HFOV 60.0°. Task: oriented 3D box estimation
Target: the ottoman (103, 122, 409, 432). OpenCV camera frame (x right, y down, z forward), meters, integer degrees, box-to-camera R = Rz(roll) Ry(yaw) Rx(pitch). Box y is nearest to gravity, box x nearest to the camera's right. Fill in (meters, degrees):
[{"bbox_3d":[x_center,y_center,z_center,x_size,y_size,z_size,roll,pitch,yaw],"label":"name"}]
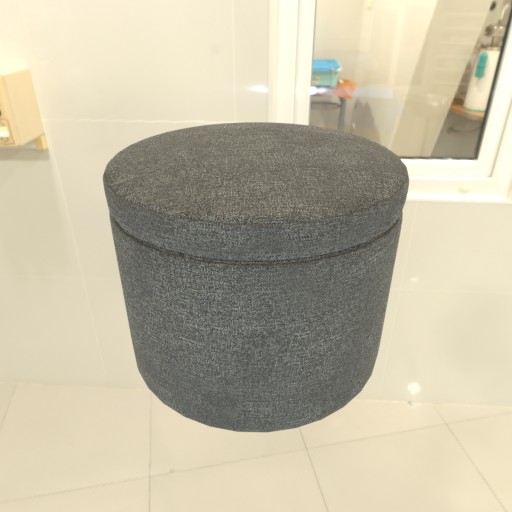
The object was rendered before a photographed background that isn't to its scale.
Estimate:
[{"bbox_3d":[0.000,0.000,0.843,0.500,0.419,0.500,0,30,0],"label":"ottoman"}]
